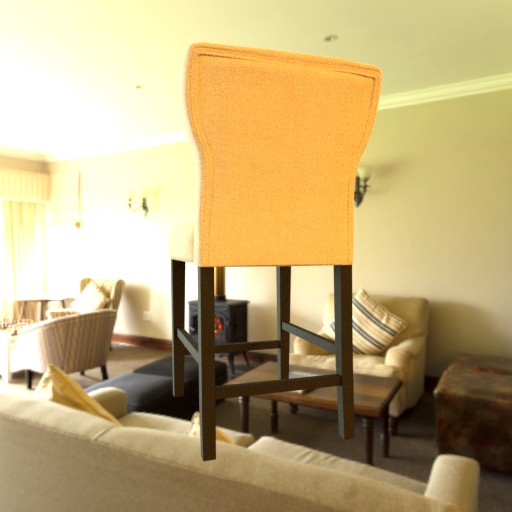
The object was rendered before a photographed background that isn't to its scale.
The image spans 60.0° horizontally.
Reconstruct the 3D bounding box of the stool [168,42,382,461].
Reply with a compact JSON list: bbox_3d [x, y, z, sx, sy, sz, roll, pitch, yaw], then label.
[{"bbox_3d":[0.000,0.000,1.319,0.514,0.972,0.603,0,1,-18],"label":"stool"}]
